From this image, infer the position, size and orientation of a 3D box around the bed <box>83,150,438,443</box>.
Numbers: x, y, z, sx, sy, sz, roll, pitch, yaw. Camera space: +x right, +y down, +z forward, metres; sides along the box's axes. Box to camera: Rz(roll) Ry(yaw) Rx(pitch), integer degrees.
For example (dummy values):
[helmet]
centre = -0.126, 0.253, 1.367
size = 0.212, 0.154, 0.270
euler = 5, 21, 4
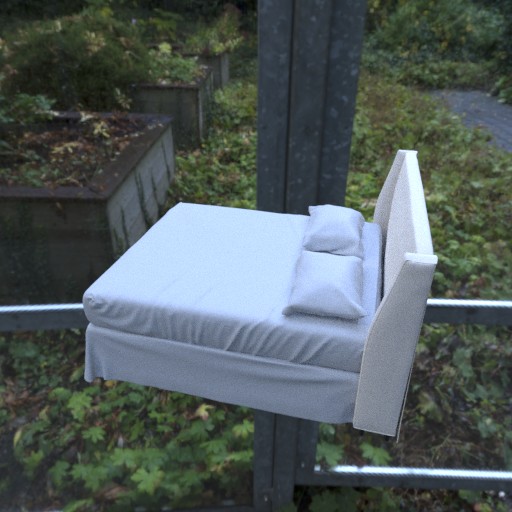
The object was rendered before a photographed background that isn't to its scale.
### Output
[bed]
centre = 0.000, 0.000, 3.430
size = 2.276, 1.332, 1.925
euler = 7, 31, 13
